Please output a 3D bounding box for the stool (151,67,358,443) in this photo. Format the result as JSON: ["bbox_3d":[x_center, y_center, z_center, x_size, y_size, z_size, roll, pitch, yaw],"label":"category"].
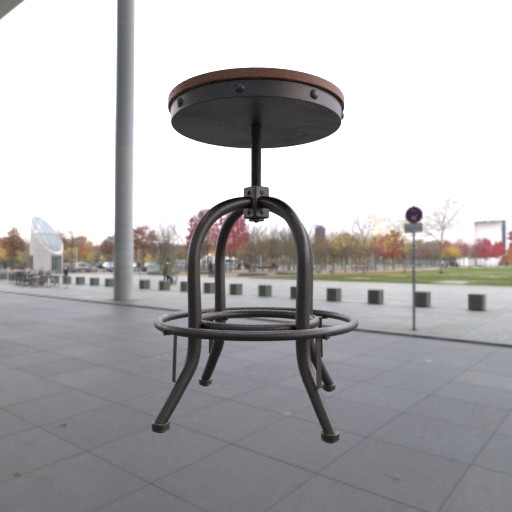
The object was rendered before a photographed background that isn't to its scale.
[{"bbox_3d":[0.000,0.000,0.889,0.439,0.609,0.439,1,-1,-36],"label":"stool"}]
